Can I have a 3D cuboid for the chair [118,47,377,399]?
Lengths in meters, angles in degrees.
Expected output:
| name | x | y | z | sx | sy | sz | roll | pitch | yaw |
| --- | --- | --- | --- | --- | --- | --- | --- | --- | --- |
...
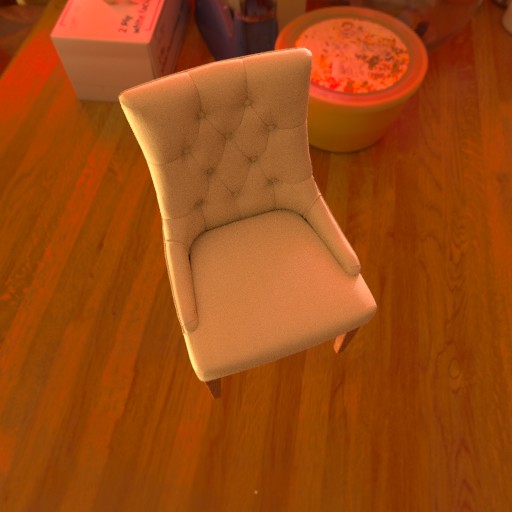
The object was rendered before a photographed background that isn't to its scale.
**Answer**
| name | x | y | z | sx | sy | sz | roll | pitch | yaw |
| --- | --- | --- | --- | --- | --- | --- | --- | --- | --- |
| chair | 0.000 | 0.000 | 1.237 | 0.509 | 0.874 | 0.565 | -18 | 63 | -9 |
